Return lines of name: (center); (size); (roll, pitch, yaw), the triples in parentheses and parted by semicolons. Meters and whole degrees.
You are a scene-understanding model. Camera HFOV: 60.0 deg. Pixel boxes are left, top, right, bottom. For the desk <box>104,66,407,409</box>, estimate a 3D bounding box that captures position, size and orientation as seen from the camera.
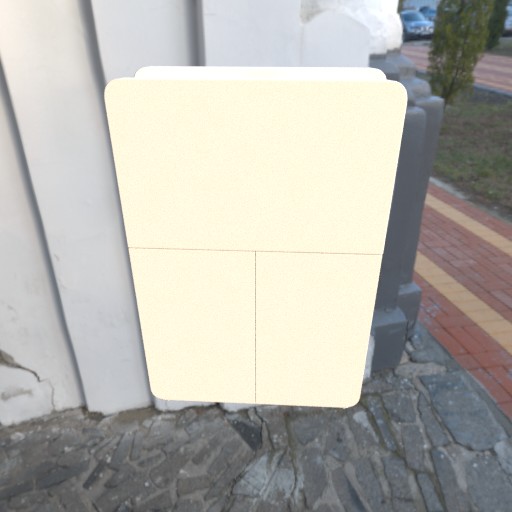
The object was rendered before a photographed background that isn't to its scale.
desk: (0.000, 0.000, 1.545); (0.795, 1.190, 0.278); (2, 29, 3)
